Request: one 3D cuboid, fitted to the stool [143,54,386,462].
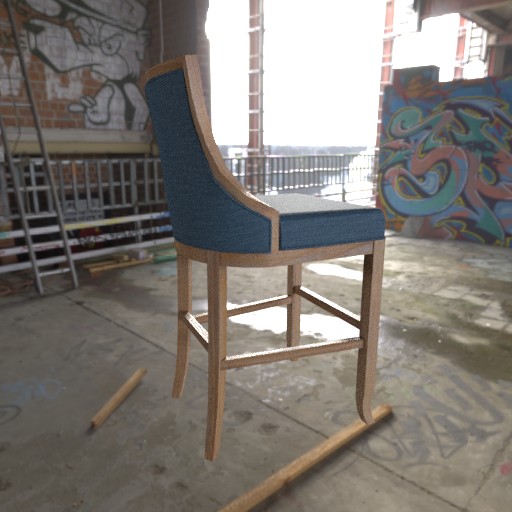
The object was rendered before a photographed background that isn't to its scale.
[{"bbox_3d":[0.000,0.000,1.439,0.626,1.101,0.524,-7,15,-25],"label":"stool"}]
